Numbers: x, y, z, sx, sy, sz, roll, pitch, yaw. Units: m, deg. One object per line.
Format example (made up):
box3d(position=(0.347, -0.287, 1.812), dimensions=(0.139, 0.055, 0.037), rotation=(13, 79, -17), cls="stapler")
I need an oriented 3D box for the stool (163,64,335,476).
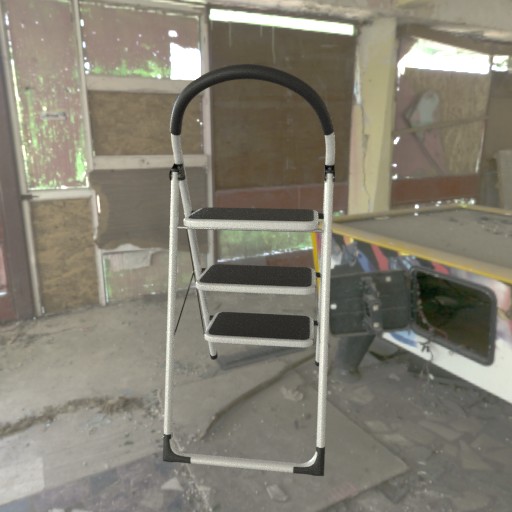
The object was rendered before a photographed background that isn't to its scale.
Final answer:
box3d(position=(0.000, 0.000, 1.463), dimensions=(0.485, 1.109, 0.676), rotation=(2, 15, 7), cls="stool")
